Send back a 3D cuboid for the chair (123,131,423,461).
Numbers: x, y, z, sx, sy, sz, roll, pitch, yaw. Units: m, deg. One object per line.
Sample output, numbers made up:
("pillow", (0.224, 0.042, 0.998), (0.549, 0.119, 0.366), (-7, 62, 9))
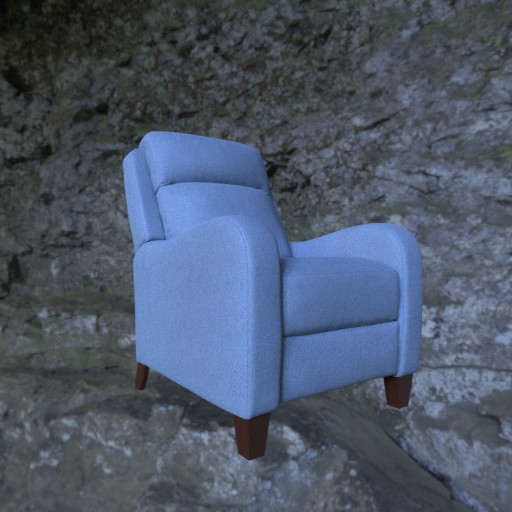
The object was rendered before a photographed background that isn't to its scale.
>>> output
("chair", (0.000, 0.000, 1.728), (0.785, 1.067, 0.988), (-1, 1, -36))
